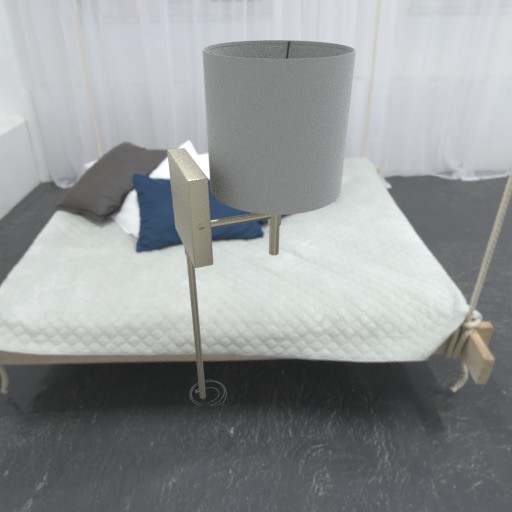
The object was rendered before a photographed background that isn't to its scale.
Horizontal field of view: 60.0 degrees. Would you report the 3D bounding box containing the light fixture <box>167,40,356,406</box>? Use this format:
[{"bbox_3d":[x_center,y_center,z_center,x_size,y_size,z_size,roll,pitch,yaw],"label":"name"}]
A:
[{"bbox_3d":[0.000,0.000,0.693,0.248,0.589,0.188,-11,33,-18],"label":"light fixture"}]
